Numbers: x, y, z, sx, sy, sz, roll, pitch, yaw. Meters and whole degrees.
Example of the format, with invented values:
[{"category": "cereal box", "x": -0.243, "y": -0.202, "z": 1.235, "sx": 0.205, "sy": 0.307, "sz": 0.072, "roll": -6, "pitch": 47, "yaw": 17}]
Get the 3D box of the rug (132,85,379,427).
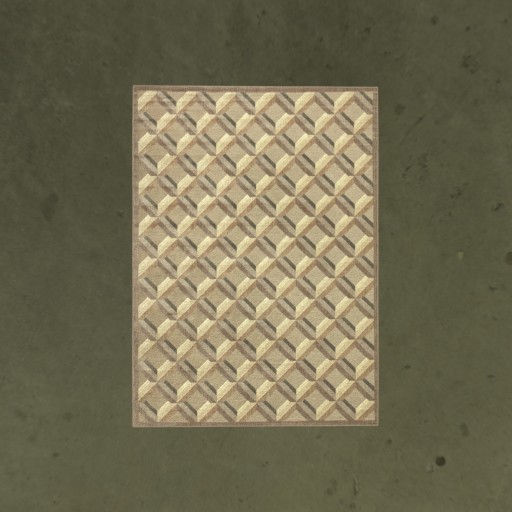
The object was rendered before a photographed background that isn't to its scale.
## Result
[{"category": "rug", "x": 0.000, "y": 0.000, "z": 4.286, "sx": 2.382, "sy": 0.018, "sz": 3.294, "roll": 0, "pitch": 90, "yaw": -1}]
